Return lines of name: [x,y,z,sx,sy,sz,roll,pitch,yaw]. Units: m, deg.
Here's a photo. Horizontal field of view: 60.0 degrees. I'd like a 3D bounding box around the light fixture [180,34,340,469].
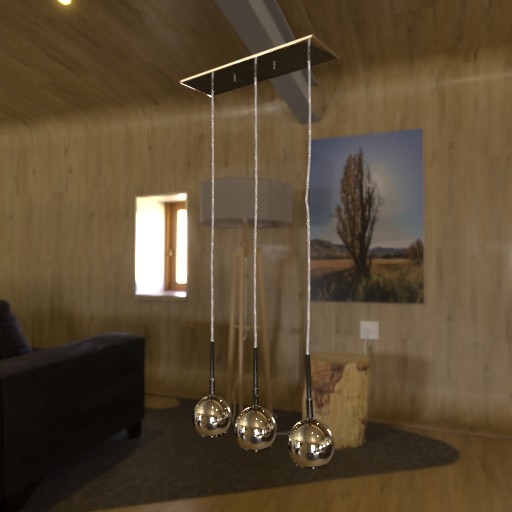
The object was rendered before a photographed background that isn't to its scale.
light fixture: [0.000,0.000,1.656,0.623,1.408,0.188,-1,-1,37]
